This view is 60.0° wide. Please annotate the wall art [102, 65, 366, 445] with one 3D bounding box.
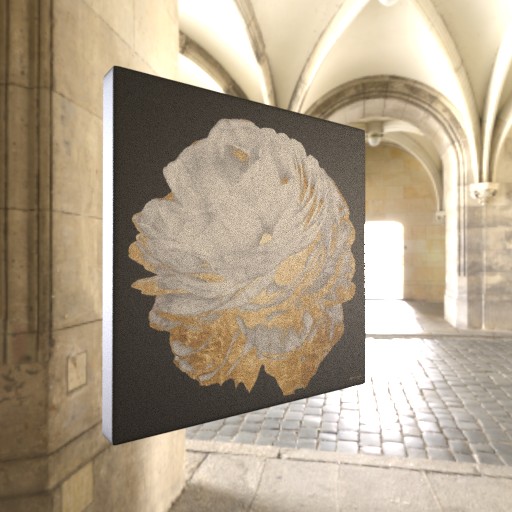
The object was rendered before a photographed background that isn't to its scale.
[{"bbox_3d":[0.000,0.000,0.606,0.406,0.407,0.041,0,-1,-36],"label":"wall art"}]
